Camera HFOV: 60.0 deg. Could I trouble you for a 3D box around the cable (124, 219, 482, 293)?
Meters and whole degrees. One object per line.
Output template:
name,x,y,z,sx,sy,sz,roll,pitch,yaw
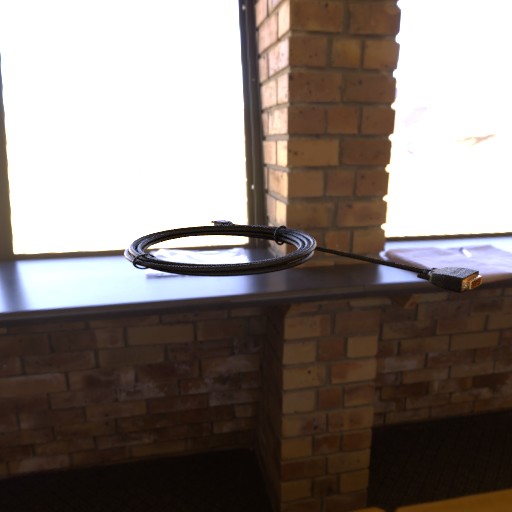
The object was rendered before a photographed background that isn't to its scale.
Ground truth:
cable,0.000,0.000,0.523,0.257,0.030,0.422,-13,20,-42
